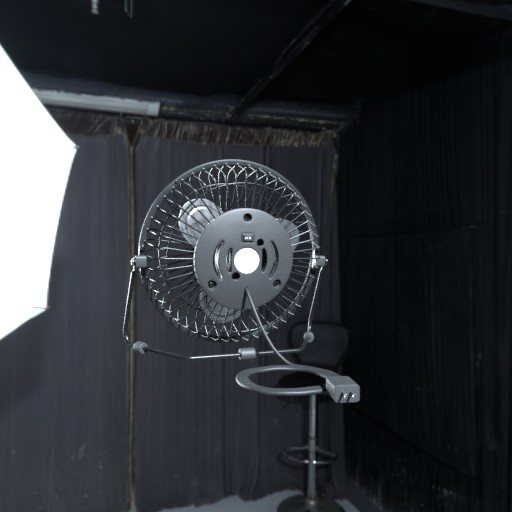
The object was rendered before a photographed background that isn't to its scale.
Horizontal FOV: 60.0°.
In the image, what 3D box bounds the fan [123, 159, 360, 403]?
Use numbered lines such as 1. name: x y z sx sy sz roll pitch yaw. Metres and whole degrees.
1. fan: 0.000 0.000 0.376 0.209 0.188 0.227 0 0 -18
